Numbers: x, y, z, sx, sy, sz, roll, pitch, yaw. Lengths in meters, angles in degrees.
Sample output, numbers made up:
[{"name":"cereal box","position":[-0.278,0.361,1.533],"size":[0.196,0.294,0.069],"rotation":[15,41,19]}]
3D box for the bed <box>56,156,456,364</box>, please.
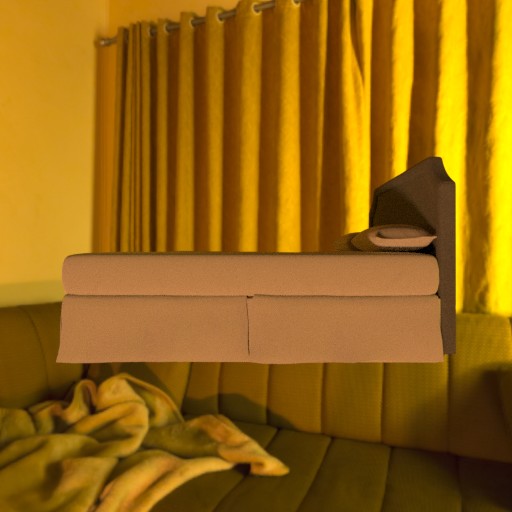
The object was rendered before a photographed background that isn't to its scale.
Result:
[{"name":"bed","position":[0.000,0.000,3.616],"size":[2.464,1.306,1.977],"rotation":[0,0,1]}]
